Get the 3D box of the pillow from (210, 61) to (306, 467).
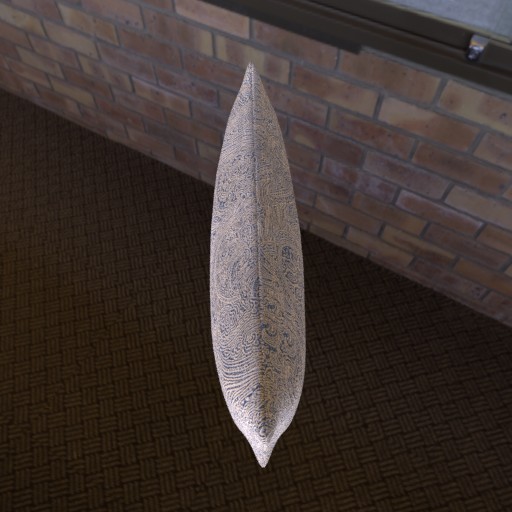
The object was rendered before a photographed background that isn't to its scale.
[{"bbox_3d":[0.000,0.000,0.732,0.151,0.295,0.615,-1,59,-1],"label":"pillow"}]
